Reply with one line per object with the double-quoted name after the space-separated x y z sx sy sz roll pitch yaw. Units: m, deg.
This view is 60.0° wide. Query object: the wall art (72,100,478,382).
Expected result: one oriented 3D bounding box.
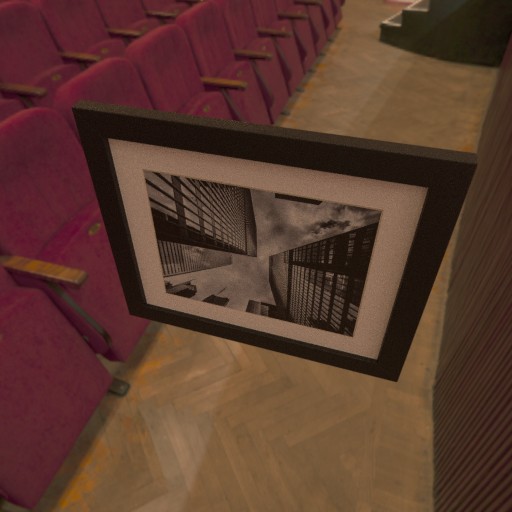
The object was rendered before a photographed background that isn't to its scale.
0.000 0.000 0.743 0.558 0.457 0.031 12 42 13 "wall art"
